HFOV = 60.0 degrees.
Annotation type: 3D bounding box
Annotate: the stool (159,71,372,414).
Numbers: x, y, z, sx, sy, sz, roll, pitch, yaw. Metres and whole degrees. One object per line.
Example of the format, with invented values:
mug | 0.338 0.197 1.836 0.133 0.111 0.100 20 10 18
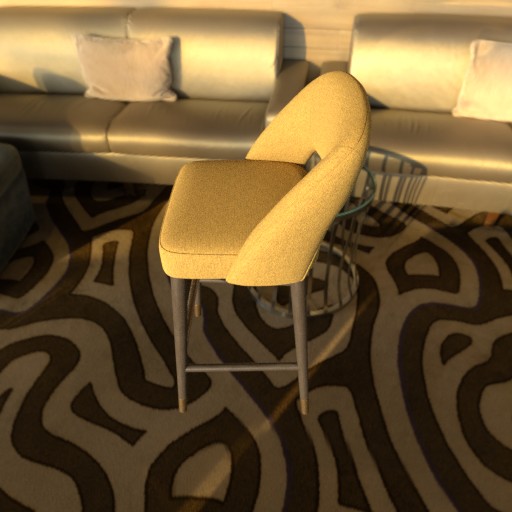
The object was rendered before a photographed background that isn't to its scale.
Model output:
stool | 0.000 0.000 1.360 0.522 1.032 0.536 1 41 1
